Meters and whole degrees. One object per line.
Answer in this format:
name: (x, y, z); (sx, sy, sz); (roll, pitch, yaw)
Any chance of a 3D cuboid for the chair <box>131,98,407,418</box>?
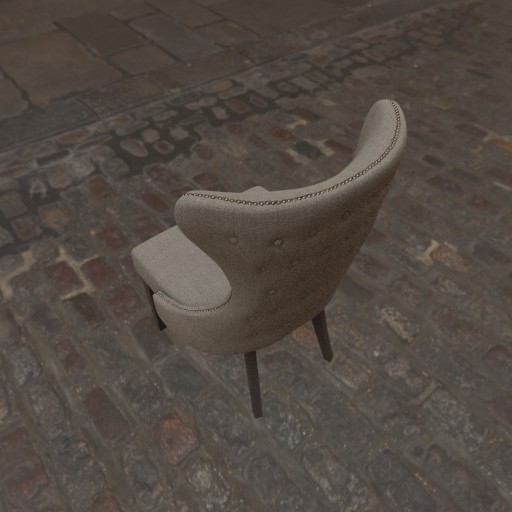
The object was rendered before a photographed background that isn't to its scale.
chair: (0.000, 0.000, 1.347); (0.628, 0.967, 0.635); (-31, 54, -26)
